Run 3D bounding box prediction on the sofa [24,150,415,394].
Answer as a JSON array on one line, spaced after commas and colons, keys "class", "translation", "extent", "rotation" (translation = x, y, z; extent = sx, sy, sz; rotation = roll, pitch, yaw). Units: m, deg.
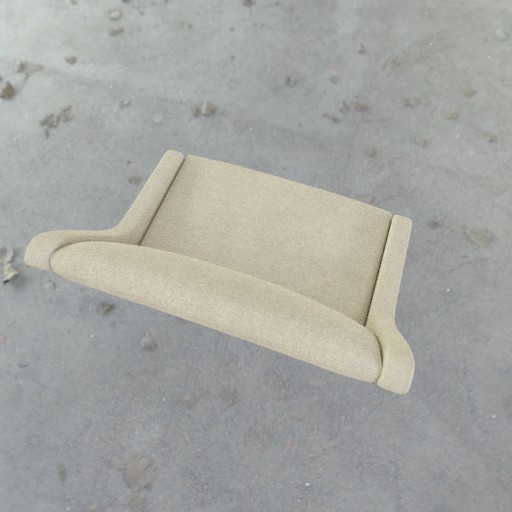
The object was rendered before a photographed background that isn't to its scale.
[{"class": "sofa", "translation": [0.000, 0.000, 1.885], "extent": [1.212, 0.976, 0.946], "rotation": [18, 65, 9]}]
